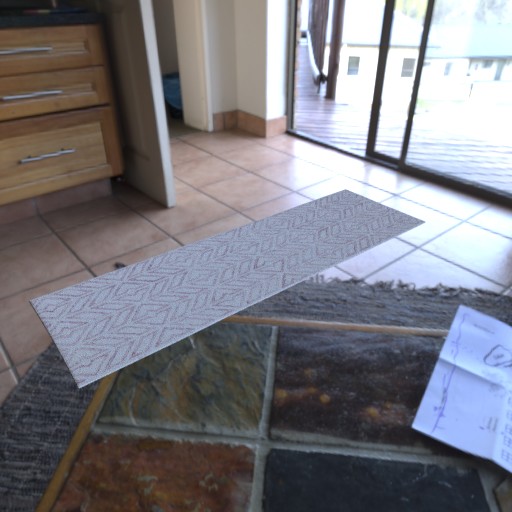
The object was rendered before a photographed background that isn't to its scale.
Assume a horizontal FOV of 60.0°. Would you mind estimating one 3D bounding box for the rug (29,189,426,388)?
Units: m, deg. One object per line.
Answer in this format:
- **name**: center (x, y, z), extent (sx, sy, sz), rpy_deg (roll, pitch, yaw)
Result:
- **rug**: center (0.000, 0.000, 2.708), extent (2.435, 0.009, 0.750), rpy_deg (-22, 38, -32)
